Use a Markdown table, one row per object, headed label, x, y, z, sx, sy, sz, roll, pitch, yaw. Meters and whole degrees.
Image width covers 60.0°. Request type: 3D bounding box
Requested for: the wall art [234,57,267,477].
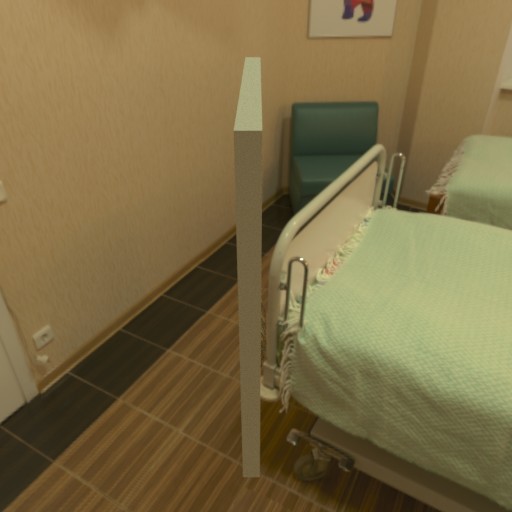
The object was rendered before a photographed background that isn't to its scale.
| label | x | y | z | sx | sy | sz | roll | pitch | yaw |
| --- | --- | --- | --- | --- | --- | --- | --- | --- | --- |
| wall art | 0.000 | 0.000 | 1.029 | 0.055 | 0.763 | 0.611 | 0 | 32 | 0 |
